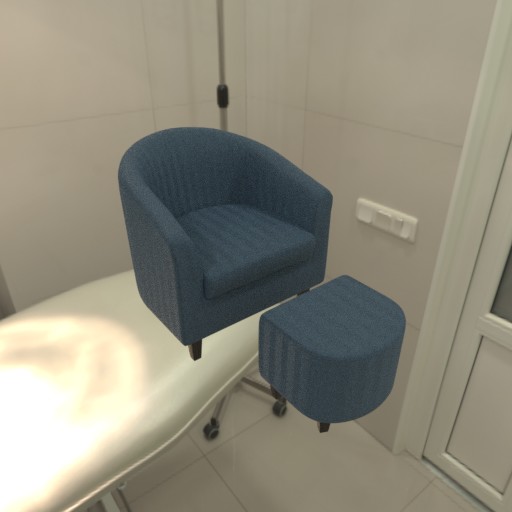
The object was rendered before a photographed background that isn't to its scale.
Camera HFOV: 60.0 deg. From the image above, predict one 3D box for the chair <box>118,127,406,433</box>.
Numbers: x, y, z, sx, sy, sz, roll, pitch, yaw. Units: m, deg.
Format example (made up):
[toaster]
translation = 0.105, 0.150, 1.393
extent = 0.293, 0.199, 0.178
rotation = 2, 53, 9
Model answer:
[chair]
translation = 0.000, 0.000, 1.744
extent = 0.756, 0.757, 1.288
rotation = -21, 36, -32
